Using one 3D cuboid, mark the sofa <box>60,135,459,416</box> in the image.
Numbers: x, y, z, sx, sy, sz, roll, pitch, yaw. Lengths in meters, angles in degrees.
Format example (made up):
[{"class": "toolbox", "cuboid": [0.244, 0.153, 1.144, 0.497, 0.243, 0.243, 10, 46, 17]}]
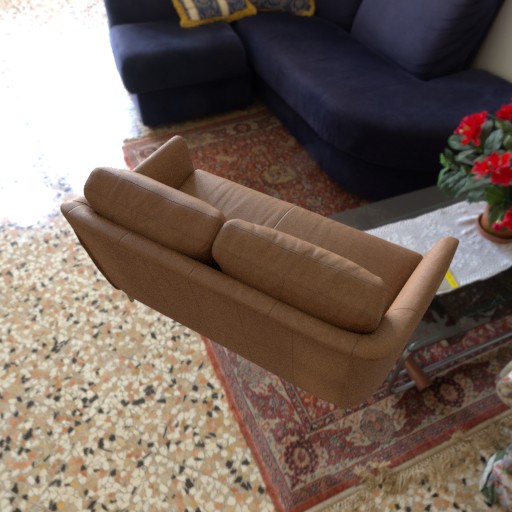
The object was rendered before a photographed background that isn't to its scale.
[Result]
[{"class": "sofa", "cuboid": [0.000, 0.000, 2.120, 1.619, 0.902, 0.960, 24, 52, 20]}]
